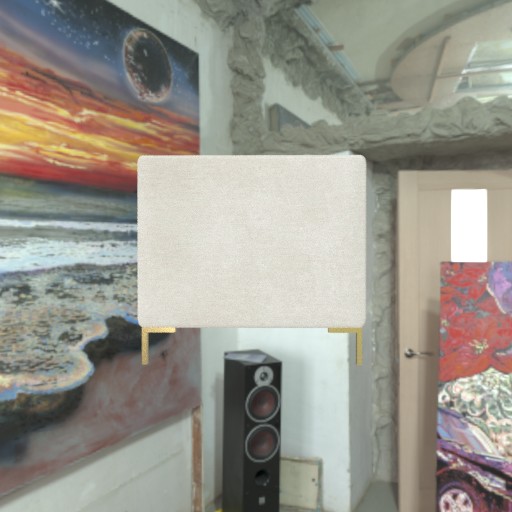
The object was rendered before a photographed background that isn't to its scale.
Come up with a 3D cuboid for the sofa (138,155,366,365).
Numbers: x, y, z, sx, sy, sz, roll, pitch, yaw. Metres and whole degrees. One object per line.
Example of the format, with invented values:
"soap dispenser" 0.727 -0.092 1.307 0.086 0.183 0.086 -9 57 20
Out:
"sofa" 0.000 0.000 2.293 0.686 0.635 1.981 0 0 1
